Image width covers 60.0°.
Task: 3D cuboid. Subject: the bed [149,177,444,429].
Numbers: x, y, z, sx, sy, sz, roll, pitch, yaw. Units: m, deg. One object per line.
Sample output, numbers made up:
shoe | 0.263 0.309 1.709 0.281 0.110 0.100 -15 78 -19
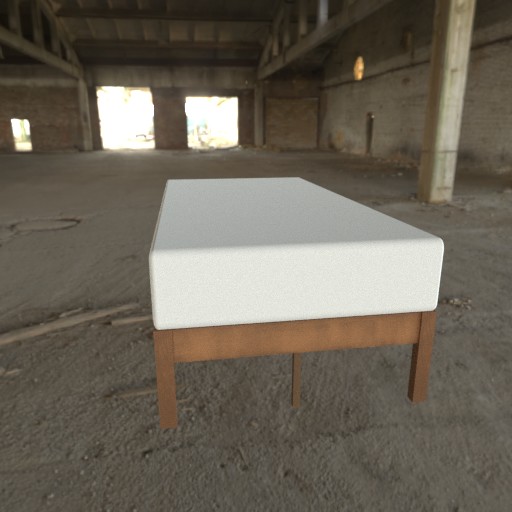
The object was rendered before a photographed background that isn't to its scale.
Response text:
bed | 0.000 0.000 2.363 0.961 0.616 1.902 -3 16 -9
